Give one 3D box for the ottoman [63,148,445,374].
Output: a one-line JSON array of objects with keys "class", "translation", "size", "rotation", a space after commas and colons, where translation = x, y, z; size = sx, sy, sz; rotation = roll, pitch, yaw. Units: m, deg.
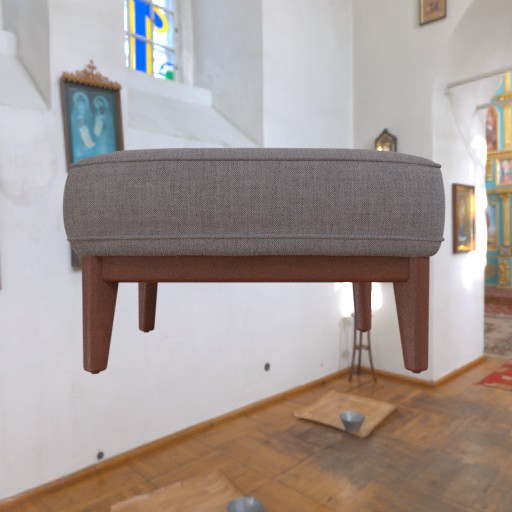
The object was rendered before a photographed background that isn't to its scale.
[{"class": "ottoman", "translation": [0.000, 0.000, 1.093], "size": [0.750, 0.458, 0.555], "rotation": [0, 1, 0]}]
